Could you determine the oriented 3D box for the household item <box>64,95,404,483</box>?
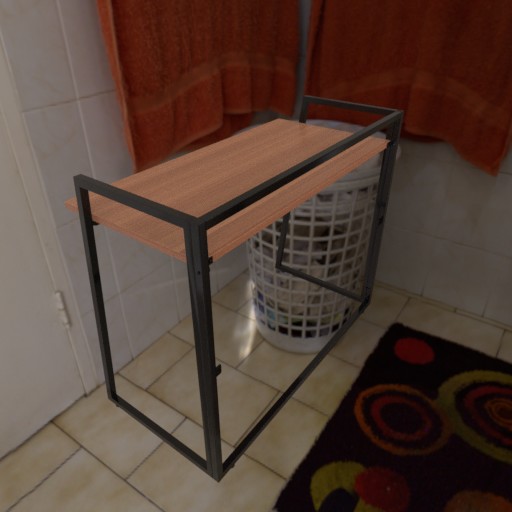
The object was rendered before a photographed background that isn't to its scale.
[{"bbox_3d":[0.000,0.000,1.547,0.510,0.860,1.050,22,38,30],"label":"household item"}]
